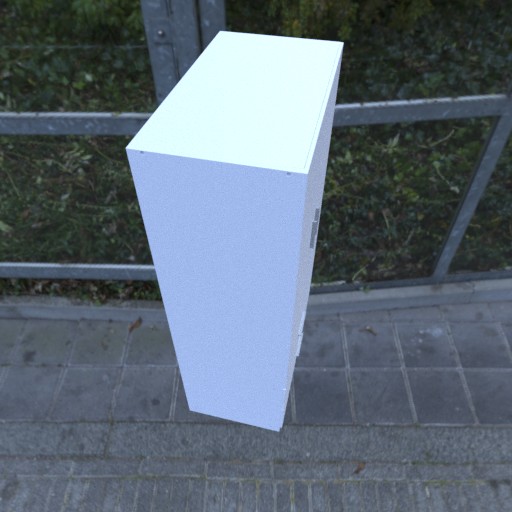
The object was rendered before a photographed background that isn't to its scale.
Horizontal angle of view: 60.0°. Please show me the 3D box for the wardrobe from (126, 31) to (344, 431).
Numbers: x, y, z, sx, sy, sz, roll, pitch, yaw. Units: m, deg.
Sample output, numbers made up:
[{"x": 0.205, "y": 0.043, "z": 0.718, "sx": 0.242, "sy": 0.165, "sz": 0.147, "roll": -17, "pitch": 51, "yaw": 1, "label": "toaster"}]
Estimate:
[{"x": 0.000, "y": 0.000, "z": 2.285, "sx": 0.577, "sy": 1.808, "sz": 0.991, "roll": 10, "pitch": 47, "yaw": 9, "label": "wardrobe"}]
